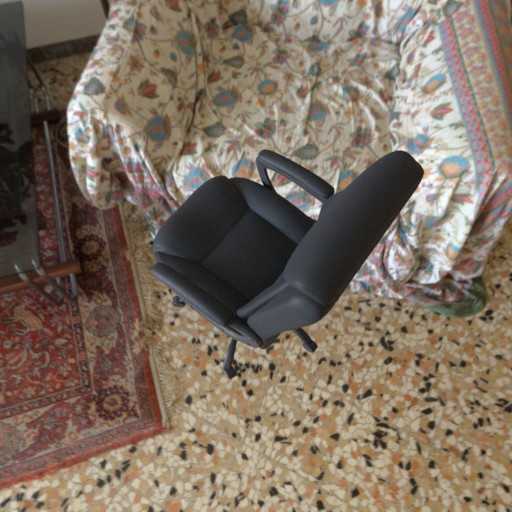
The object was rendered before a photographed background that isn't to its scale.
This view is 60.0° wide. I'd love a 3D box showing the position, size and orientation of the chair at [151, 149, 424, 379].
[{"bbox_3d":[0.000,0.000,1.460,0.655,1.072,0.615,34,69,15],"label":"chair"}]
